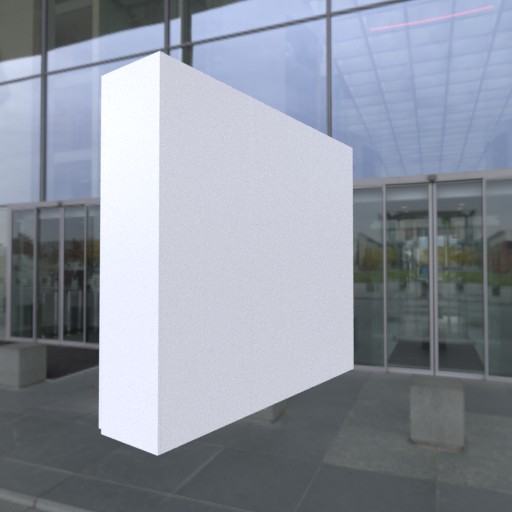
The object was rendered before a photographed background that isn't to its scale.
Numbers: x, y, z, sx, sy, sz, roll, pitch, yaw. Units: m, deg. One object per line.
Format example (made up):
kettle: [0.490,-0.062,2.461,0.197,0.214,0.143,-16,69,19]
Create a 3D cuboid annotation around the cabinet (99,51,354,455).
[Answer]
cabinet: [0.000,0.000,3.852,0.590,2.370,2.700,-1,-2,37]
